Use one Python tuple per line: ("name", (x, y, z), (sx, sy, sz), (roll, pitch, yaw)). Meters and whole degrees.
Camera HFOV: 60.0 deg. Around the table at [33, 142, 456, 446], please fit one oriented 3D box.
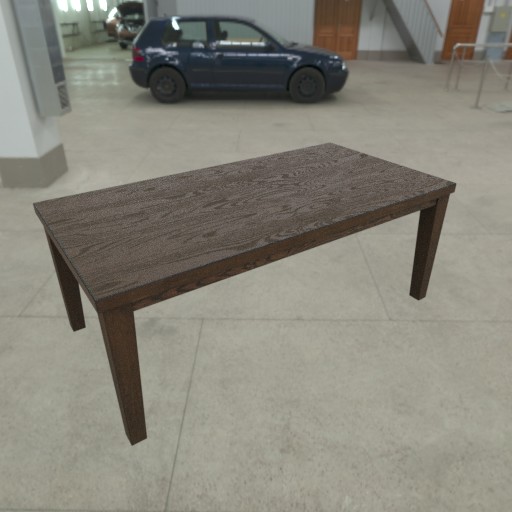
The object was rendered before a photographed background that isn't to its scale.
("table", (0.000, 0.000, 2.499), (1.981, 0.762, 1.016), (-19, 34, -29))
